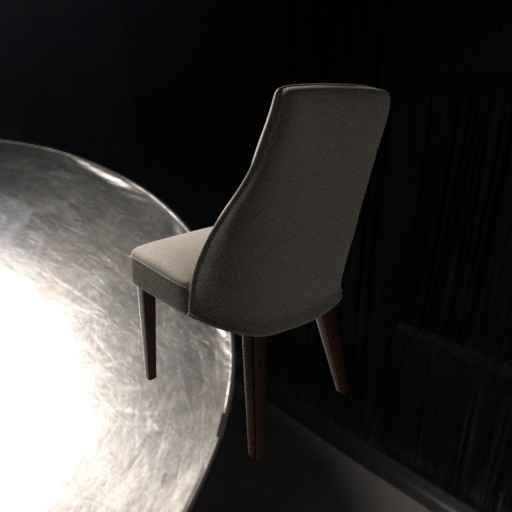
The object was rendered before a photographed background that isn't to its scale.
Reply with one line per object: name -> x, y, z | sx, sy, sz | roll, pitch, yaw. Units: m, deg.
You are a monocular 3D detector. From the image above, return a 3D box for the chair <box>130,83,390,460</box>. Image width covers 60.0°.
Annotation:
chair -> 0.000, 0.000, 1.300 | 0.500, 0.930, 0.620 | -18, 26, -41
